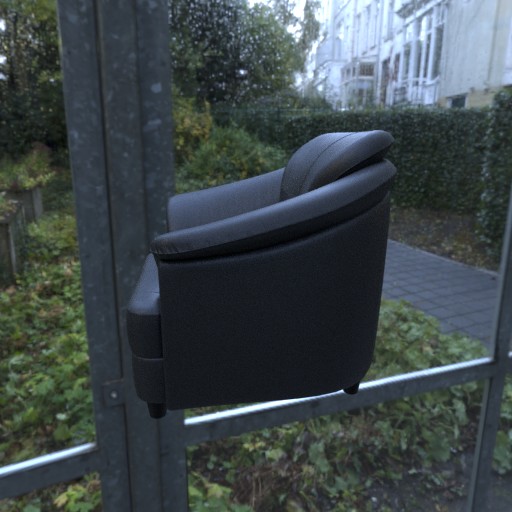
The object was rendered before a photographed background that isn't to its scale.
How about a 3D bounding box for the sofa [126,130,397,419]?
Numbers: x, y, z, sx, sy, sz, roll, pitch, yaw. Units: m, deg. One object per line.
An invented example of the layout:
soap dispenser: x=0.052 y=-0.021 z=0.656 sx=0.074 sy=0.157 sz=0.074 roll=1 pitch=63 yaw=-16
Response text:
sofa: x=0.000 y=0.000 z=1.498 sx=0.794 sy=0.811 sz=0.870 roll=-2 pitch=15 yaw=-8
